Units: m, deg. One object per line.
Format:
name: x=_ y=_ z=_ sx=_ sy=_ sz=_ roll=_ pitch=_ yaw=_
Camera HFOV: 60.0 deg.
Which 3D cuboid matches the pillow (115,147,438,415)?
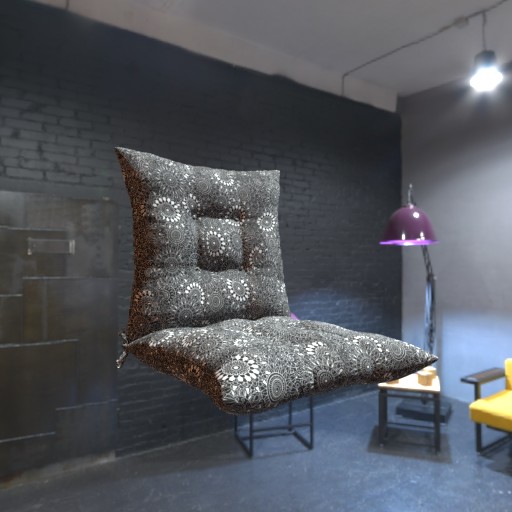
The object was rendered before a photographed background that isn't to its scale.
pillow: x=0.000 y=0.000 z=1.006 sx=0.541 sy=0.536 sz=0.585 roll=1 pitch=-1 yaw=-34
